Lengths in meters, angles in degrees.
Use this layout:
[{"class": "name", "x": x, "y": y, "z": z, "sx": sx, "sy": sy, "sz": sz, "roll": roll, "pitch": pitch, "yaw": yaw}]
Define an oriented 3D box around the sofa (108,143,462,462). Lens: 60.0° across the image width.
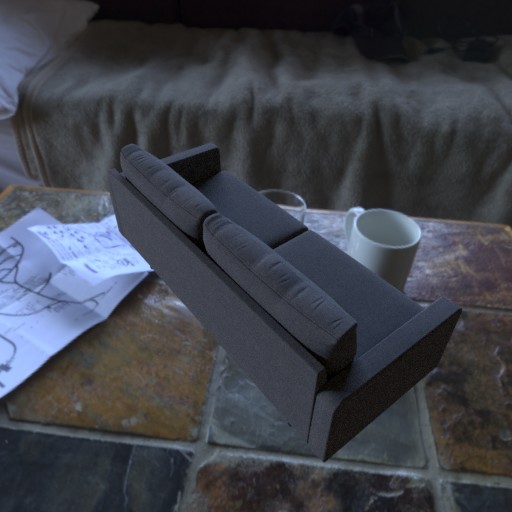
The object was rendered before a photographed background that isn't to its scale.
[{"class": "sofa", "x": 0.000, "y": 0.000, "z": 2.602, "sx": 0.880, "sy": 0.880, "sz": 2.100, "roll": -27, "pitch": 47, "yaw": -28}]
